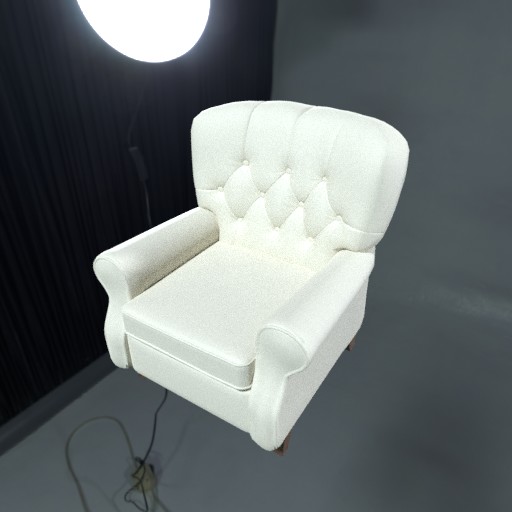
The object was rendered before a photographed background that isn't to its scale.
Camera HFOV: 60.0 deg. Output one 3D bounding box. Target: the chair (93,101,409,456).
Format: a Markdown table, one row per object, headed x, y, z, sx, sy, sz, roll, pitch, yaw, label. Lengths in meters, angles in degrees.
| x | y | z | sx | sy | sz | roll | pitch | yaw | label |
| --- | --- | --- | --- | --- | --- | --- | --- | --- | --- |
| 0.000 | 0.000 | 1.989 | 1.035 | 1.169 | 1.132 | 18 | 35 | 28 | chair |
